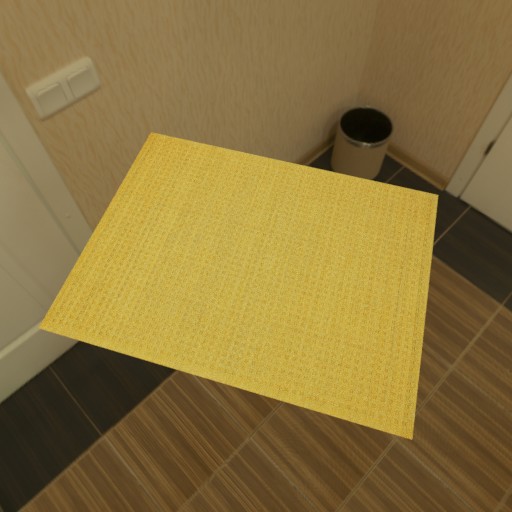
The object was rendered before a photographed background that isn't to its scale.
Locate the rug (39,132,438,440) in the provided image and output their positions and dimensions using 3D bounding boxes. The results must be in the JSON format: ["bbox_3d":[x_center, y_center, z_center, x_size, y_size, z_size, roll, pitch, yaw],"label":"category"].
[{"bbox_3d":[0.000,0.000,4.262,3.242,0.015,2.486,14,60,8],"label":"rug"}]
